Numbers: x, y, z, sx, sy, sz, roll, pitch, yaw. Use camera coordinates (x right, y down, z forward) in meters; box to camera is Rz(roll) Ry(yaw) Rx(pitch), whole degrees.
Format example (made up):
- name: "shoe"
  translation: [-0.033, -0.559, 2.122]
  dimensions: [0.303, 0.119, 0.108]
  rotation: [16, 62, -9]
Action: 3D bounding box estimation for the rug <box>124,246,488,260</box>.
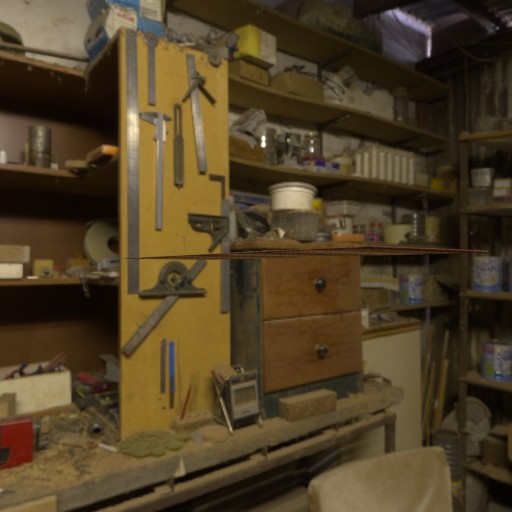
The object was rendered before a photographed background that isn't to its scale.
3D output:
- name: "rug"
  translation: [0.000, 0.000, 2.730]
  dimensions: [0.792, 0.006, 2.437]
  rotation: [1, -2, -36]
